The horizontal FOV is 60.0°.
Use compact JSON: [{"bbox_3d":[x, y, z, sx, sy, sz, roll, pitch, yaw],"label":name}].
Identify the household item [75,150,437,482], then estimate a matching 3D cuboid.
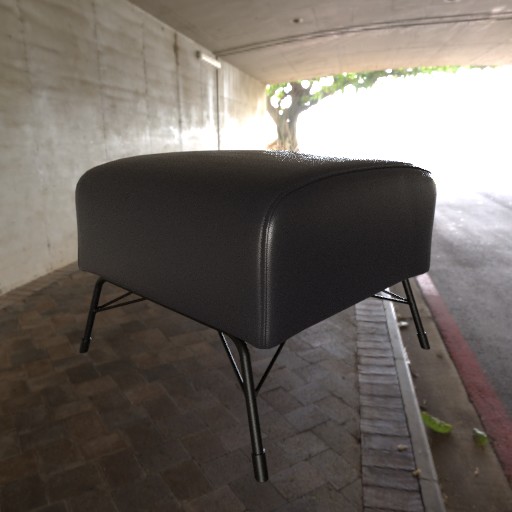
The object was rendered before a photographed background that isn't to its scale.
[{"bbox_3d":[0.000,0.000,0.882,0.530,0.410,0.530,14,21,42],"label":"household item"}]
